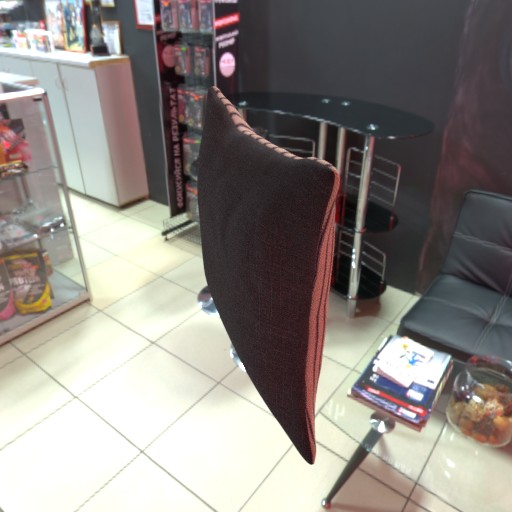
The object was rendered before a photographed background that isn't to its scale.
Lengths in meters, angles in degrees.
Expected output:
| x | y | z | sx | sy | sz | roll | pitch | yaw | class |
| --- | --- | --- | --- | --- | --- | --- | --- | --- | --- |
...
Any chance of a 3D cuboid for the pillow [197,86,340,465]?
| x | y | z | sx | sy | sz | roll | pitch | yaw | class |
| --- | --- | --- | --- | --- | --- | --- | --- | --- | --- |
| 0.000 | 0.000 | 0.708 | 0.138 | 0.444 | 0.468 | -10 | 32 | -17 | pillow |
